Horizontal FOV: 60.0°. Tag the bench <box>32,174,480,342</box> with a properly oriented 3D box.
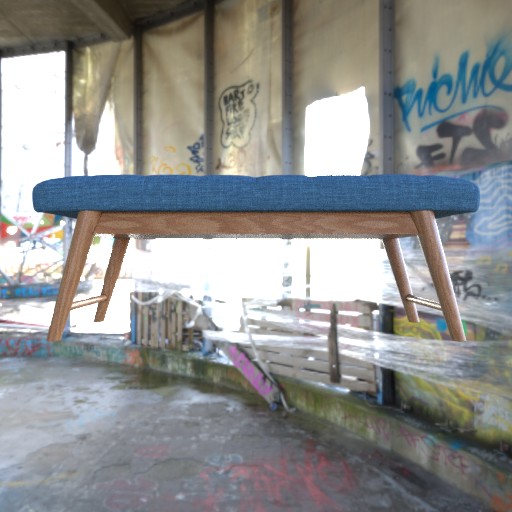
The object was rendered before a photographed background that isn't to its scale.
[{"bbox_3d":[0.000,0.000,1.297,1.118,0.432,0.406,0,0,0],"label":"bench"}]
